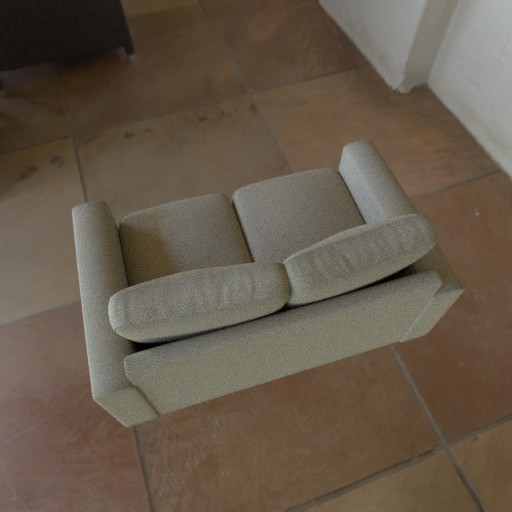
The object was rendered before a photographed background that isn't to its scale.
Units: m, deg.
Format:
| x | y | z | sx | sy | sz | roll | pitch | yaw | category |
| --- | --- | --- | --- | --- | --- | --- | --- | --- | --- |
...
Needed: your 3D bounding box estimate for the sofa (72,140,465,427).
| x | y | z | sx | sy | sz | roll | pitch | yaw | category |
| --- | --- | --- | --- | --- | --- | --- | --- | --- | --- |
| 0.000 | 0.000 | 2.161 | 1.616 | 0.873 | 1.016 | -15 | 59 | -9 | sofa |
